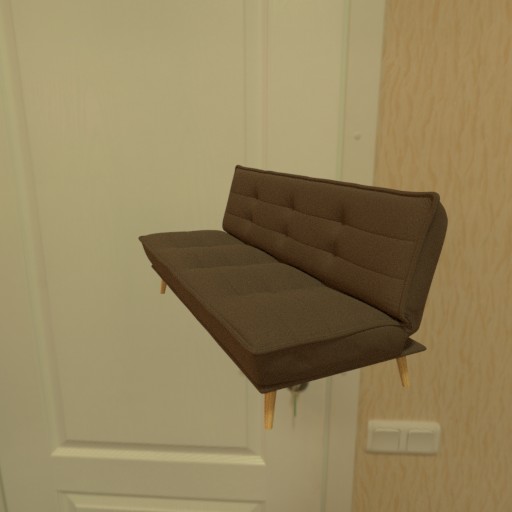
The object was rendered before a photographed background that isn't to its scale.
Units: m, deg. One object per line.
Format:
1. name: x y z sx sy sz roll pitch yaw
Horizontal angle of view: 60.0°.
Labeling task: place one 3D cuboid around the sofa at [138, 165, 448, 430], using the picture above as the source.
1. sofa: 0.000 0.000 2.482 0.950 0.890 1.940 -7 17 -24
